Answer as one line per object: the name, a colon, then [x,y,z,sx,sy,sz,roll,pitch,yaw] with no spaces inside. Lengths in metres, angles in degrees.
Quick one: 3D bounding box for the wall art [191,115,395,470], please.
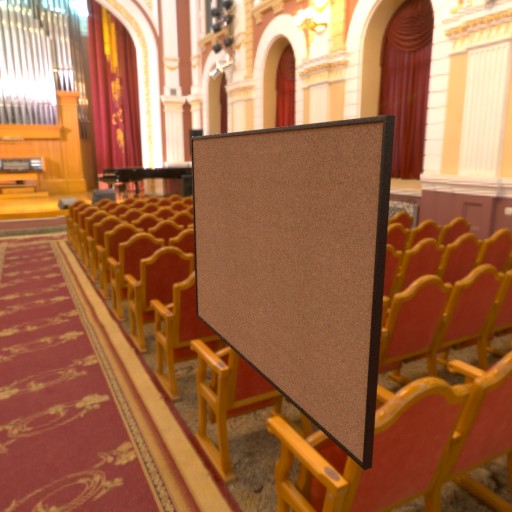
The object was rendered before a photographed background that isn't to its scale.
wall art: [0.000,0.000,1.207,0.019,0.660,0.957,-6,14,-27]
